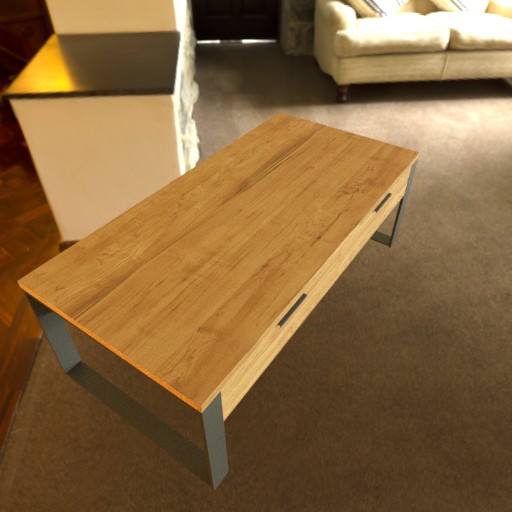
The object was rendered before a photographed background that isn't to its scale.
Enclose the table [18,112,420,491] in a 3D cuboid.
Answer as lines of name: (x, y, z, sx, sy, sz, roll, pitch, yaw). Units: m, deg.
table: (0.000, 0.000, 1.443, 0.590, 0.400, 1.180, 25, 47, 25)
